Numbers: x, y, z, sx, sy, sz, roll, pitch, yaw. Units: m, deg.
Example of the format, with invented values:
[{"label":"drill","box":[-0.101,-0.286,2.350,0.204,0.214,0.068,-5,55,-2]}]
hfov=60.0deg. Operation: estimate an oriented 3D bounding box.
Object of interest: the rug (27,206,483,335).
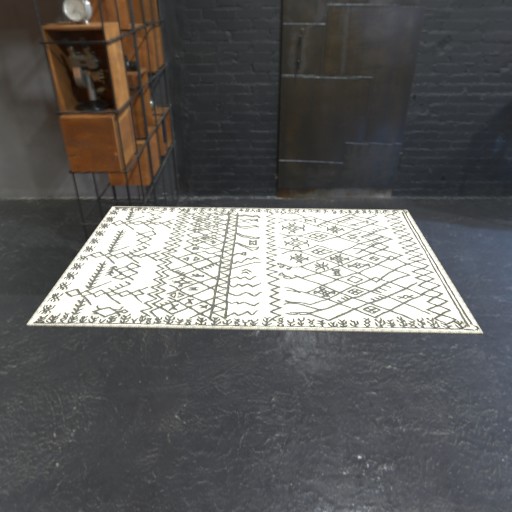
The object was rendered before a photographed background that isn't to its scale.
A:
[{"label":"rug","box":[0.000,0.000,3.021,2.444,0.012,1.526,1,31,1]}]
